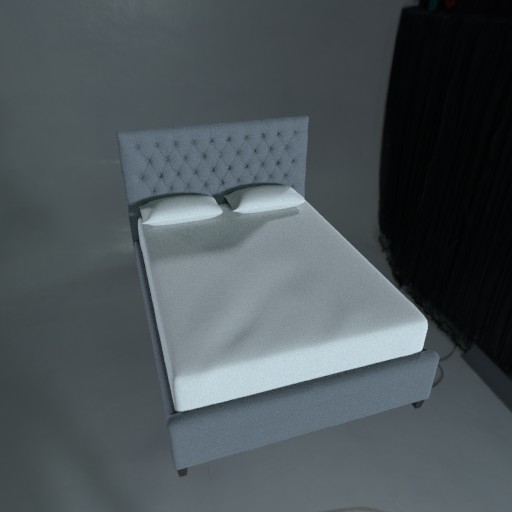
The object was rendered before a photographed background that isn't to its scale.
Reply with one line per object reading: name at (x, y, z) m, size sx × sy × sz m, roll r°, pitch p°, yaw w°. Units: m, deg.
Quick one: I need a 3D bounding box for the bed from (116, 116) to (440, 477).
bed at (0.000, 0.000, 3.273) m, size 1.698 × 1.427 × 2.231 m, roll -9°, pitch 32°, yaw -15°
